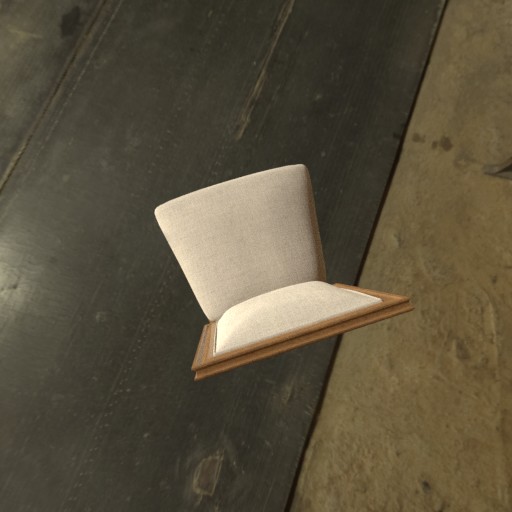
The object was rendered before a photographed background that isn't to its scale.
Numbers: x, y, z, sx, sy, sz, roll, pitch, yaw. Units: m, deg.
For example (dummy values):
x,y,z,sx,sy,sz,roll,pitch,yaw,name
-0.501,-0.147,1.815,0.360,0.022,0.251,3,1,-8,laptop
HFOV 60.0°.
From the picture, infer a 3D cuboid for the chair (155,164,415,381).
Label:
x,y,z,sx,sy,sz,roll,pitch,yaw,name
0.000,0.000,1.331,0.536,0.988,0.601,-17,76,-4,chair
